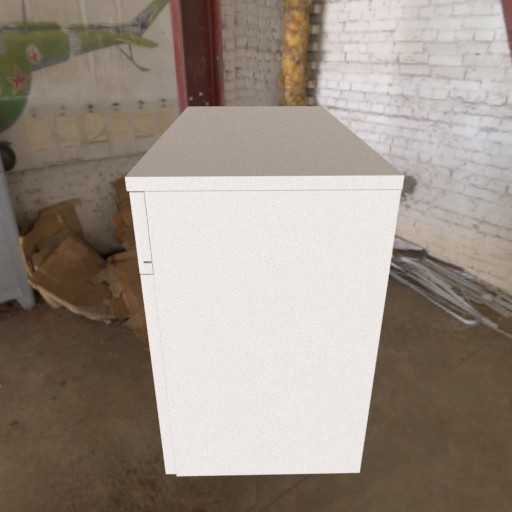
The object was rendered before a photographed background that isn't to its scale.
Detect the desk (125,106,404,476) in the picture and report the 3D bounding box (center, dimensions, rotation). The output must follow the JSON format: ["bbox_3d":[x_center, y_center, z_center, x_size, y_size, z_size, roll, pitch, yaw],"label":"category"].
[{"bbox_3d":[0.000,0.000,1.305,0.482,0.730,0.898,-1,26,-1],"label":"desk"}]
